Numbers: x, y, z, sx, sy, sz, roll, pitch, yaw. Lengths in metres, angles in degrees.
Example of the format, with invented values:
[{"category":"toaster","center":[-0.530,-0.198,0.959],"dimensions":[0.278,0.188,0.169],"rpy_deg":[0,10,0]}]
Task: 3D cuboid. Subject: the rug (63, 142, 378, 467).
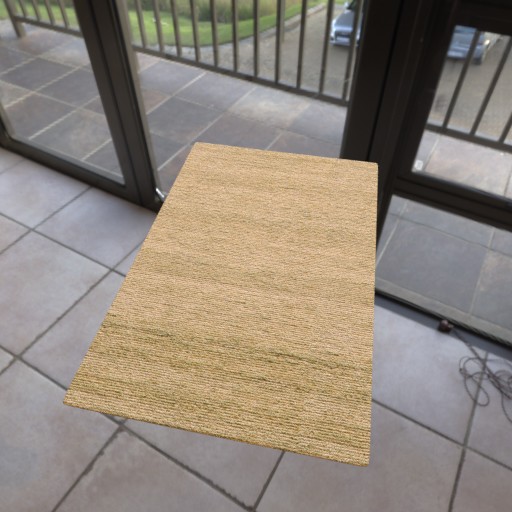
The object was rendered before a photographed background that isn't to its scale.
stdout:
[{"category":"rug","center":[0.000,0.000,2.164],"dimensions":[1.143,0.010,1.758],"rpy_deg":[9,49,8]}]
